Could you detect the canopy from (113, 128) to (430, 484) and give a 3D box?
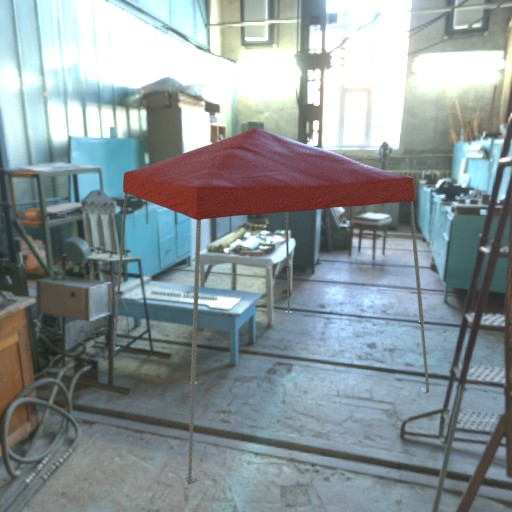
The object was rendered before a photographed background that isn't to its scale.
[{"bbox_3d":[0.000,0.000,6.475,3.599,3.600,3.600,-8,16,-28],"label":"canopy"}]
